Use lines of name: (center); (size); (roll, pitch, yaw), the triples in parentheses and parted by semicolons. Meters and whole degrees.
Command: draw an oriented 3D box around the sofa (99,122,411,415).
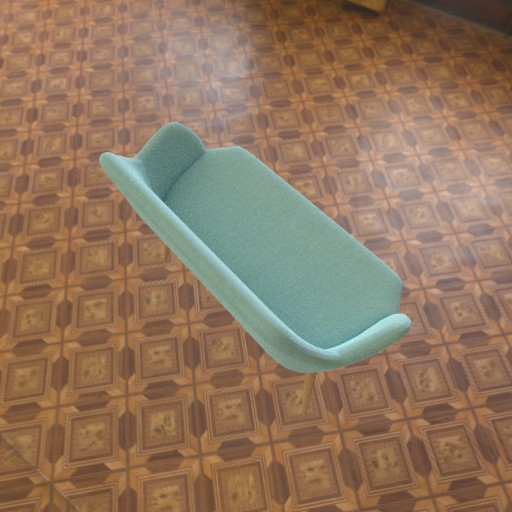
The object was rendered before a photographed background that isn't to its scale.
sofa: (0.000, 0.000, 1.639); (0.610, 0.840, 1.150); (-37, 65, -21)
